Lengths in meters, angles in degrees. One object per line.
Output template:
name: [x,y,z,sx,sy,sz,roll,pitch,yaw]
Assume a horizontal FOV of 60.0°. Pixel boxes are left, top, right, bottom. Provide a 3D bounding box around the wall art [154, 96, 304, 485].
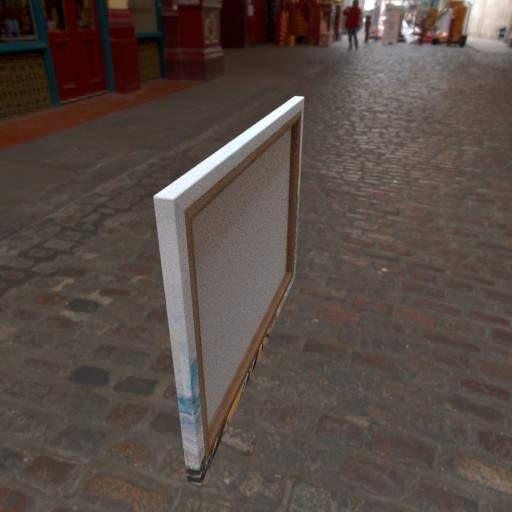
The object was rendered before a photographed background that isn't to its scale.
wall art: [0.000,0.000,1.341,0.038,0.762,1.016,9,30,15]
